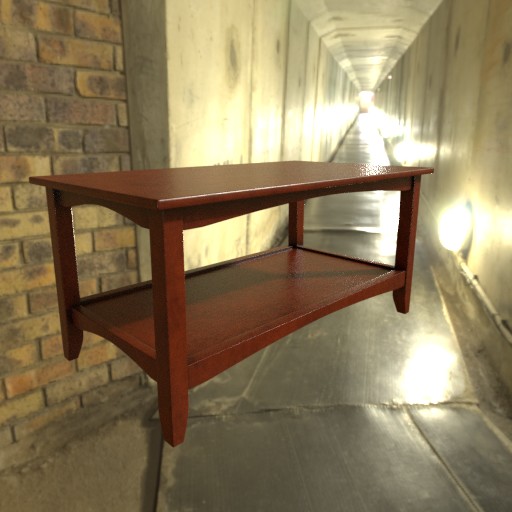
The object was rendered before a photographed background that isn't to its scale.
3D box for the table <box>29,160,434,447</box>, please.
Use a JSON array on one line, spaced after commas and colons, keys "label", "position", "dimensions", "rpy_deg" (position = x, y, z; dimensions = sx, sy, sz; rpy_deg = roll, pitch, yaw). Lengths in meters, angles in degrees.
[{"label": "table", "position": [0.000, 0.000, 1.214], "dimensions": [0.943, 0.456, 0.533], "rpy_deg": [-15, 21, -43]}]
